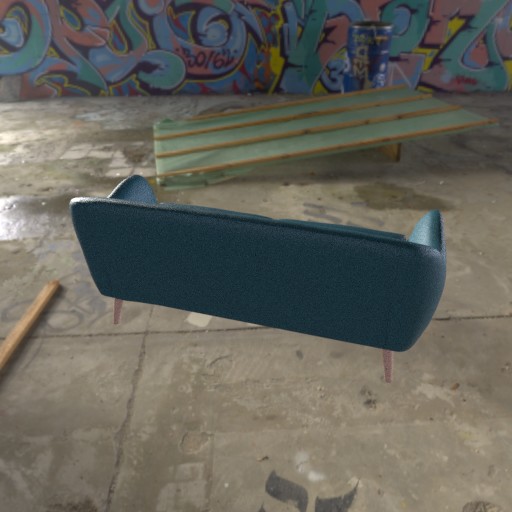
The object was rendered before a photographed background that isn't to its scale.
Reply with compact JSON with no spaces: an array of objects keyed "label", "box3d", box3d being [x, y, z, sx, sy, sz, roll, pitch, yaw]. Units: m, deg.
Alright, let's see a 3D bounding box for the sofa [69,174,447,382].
[{"label":"sofa","box3d":[0.000,0.000,2.338,1.840,0.836,0.820,9,33,14]}]
